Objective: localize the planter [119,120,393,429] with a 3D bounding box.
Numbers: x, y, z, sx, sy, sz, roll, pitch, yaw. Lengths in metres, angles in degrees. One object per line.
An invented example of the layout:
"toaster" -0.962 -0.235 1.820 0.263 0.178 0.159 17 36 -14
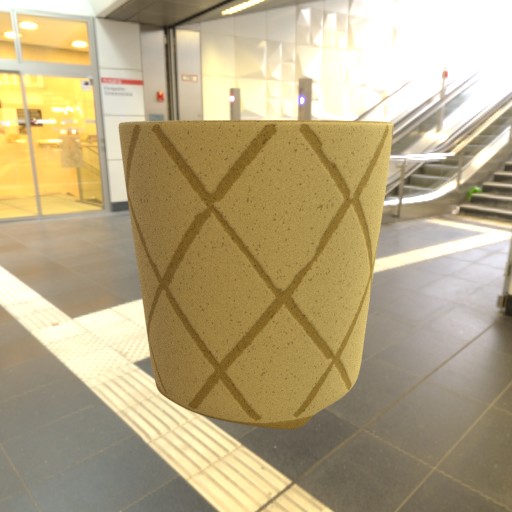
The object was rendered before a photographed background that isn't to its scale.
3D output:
"planter" 0.000 0.000 0.347 0.191 0.199 0.191 0 16 0
